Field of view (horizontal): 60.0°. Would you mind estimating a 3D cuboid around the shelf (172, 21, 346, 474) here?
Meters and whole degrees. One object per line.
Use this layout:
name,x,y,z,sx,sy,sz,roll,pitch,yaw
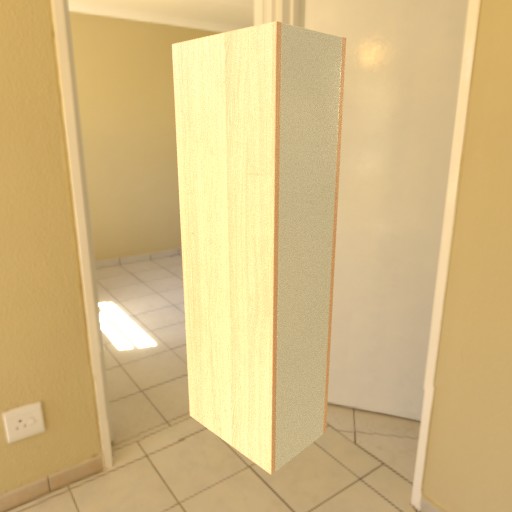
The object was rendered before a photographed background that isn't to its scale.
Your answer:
shelf,0.000,0.000,0.996,0.197,0.882,0.290,-16,22,-43
